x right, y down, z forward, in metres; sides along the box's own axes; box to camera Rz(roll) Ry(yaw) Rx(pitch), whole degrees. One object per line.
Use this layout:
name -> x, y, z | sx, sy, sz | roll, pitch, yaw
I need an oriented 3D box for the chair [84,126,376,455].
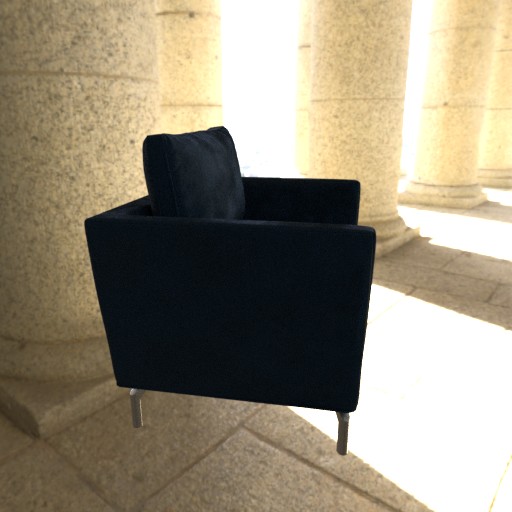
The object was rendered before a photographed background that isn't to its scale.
chair -> 0.000, 0.000, 1.598 | 0.746, 0.893, 0.977 | 3, 17, 10
